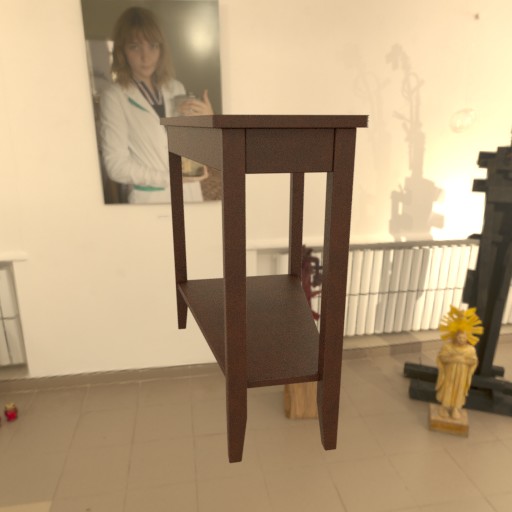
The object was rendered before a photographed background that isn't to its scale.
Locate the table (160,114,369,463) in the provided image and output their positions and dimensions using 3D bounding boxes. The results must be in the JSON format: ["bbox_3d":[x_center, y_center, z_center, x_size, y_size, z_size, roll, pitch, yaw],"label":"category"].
[{"bbox_3d":[0.000,0.000,0.984,0.399,0.589,0.605,-3,17,-10],"label":"table"}]
